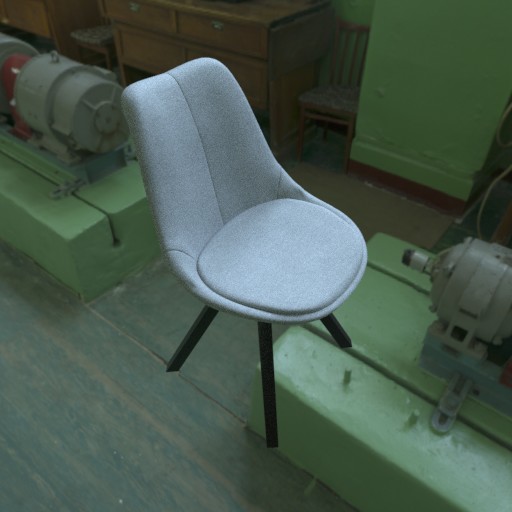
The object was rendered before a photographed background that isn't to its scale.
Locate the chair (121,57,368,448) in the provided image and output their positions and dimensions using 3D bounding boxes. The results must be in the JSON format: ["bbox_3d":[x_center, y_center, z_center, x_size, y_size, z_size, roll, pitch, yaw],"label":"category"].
[{"bbox_3d":[0.000,0.000,1.166,0.550,0.850,0.485,26,48,27],"label":"chair"}]
